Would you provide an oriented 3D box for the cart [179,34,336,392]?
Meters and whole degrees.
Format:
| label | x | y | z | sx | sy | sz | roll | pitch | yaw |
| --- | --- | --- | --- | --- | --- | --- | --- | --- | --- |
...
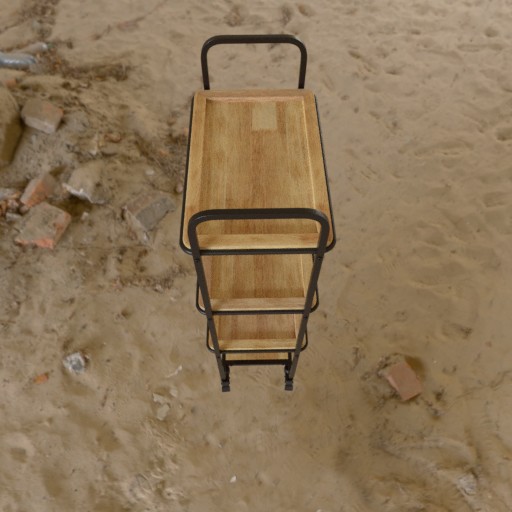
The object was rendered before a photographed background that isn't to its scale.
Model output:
| label | x | y | z | sx | sy | sz | roll | pitch | yaw |
| --- | --- | --- | --- | --- | --- | --- | --- | --- | --- |
| cart | 0.000 | 0.000 | 1.345 | 0.321 | 1.080 | 0.545 | -1 | 58 | -1 |
